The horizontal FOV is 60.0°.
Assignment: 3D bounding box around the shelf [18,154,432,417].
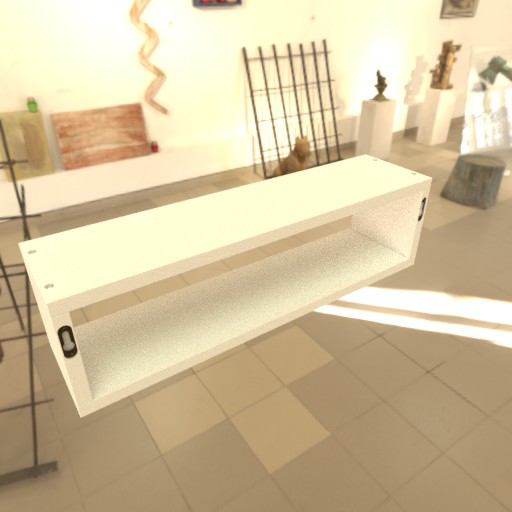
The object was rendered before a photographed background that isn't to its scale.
[{"bbox_3d":[0.000,0.000,0.686,0.610,0.170,0.150,-19,36,-29],"label":"shelf"}]
